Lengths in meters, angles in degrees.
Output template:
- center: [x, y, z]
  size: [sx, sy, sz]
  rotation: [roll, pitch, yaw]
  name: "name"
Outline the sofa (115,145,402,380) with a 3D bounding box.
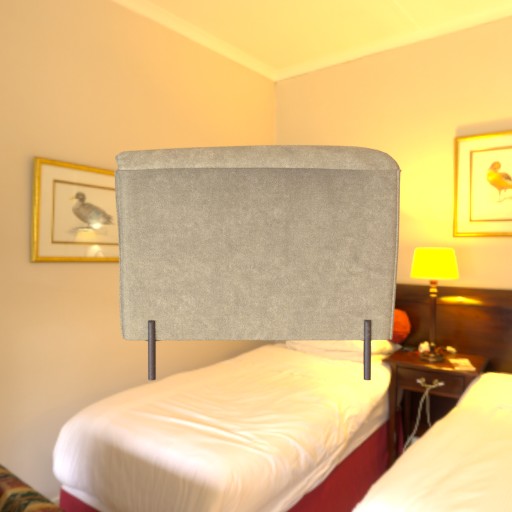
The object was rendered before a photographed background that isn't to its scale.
- center: [0.000, 0.000, 2.291]
  size: [0.905, 0.747, 1.878]
  rotation: [0, 1, 0]
  name: "sofa"
